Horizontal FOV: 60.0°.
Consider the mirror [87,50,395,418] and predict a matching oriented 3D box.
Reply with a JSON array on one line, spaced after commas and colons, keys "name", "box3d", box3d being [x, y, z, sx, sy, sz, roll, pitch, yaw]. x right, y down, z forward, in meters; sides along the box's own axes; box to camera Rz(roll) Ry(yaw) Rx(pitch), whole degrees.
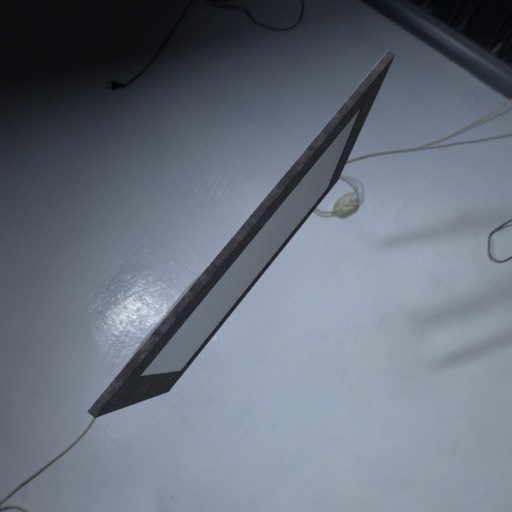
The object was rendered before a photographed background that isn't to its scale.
[{"name": "mirror", "box3d": [0.000, 0.000, 1.403, 0.022, 0.795, 1.101, 38, 79, 8]}]
